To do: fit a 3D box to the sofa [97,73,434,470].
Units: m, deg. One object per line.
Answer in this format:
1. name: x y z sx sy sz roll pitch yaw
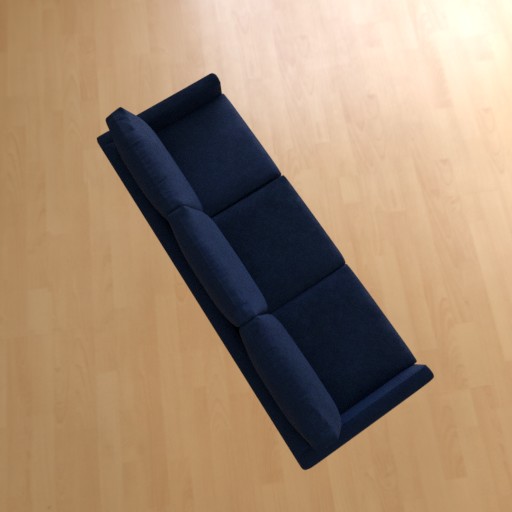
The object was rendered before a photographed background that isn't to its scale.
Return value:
1. sofa: 0.000 0.000 2.685 0.875 0.879 2.252 -32 78 -8
